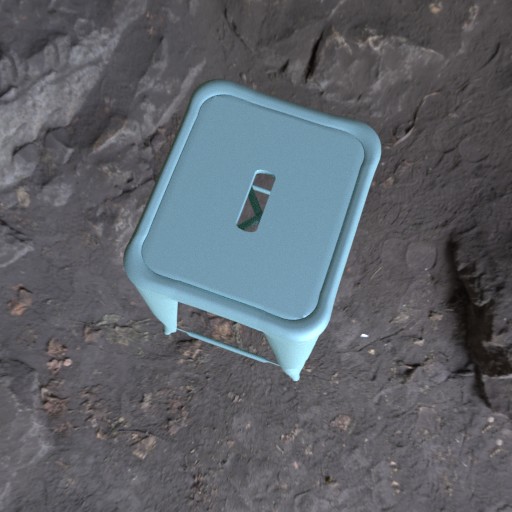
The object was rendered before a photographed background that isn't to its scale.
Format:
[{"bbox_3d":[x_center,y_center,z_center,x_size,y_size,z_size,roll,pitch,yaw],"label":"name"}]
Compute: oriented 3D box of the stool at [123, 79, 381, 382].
[{"bbox_3d":[0.000,0.000,0.833,0.359,0.609,0.399,19,78,4],"label":"stool"}]
